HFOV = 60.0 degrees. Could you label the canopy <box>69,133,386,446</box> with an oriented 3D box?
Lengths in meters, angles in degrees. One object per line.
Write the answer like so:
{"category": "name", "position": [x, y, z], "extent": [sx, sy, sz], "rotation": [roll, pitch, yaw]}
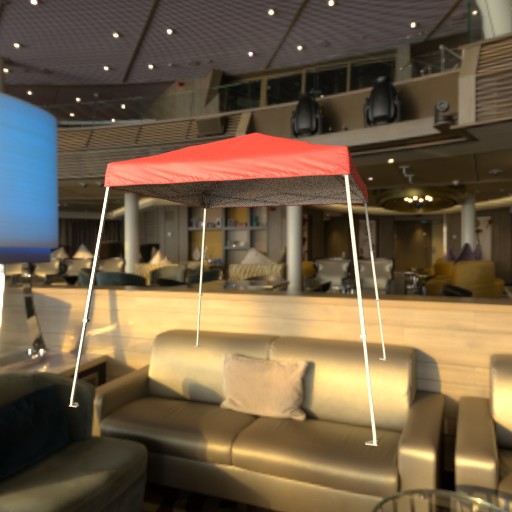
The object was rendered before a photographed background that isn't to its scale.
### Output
{"category": "canopy", "position": [0.000, 0.000, 6.501], "extent": [3.599, 3.600, 3.600], "rotation": [0, 1, 18]}
